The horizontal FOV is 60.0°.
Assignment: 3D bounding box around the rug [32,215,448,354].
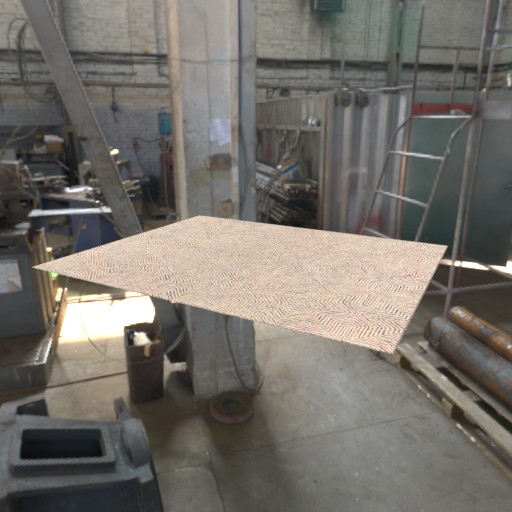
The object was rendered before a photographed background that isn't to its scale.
[{"bbox_3d":[0.000,0.000,4.121,3.046,0.008,2.442,9,19,27],"label":"rug"}]
